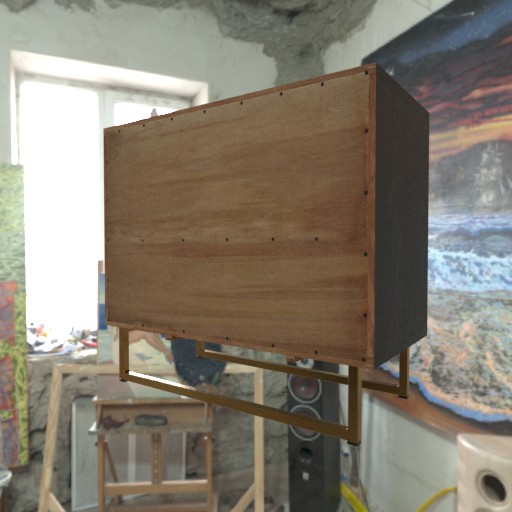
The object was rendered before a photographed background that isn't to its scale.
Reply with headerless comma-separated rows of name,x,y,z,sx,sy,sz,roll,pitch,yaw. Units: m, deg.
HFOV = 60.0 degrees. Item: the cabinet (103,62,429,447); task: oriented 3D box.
cabinet,0.000,0.000,1.424,0.950,0.860,0.451,1,2,35
